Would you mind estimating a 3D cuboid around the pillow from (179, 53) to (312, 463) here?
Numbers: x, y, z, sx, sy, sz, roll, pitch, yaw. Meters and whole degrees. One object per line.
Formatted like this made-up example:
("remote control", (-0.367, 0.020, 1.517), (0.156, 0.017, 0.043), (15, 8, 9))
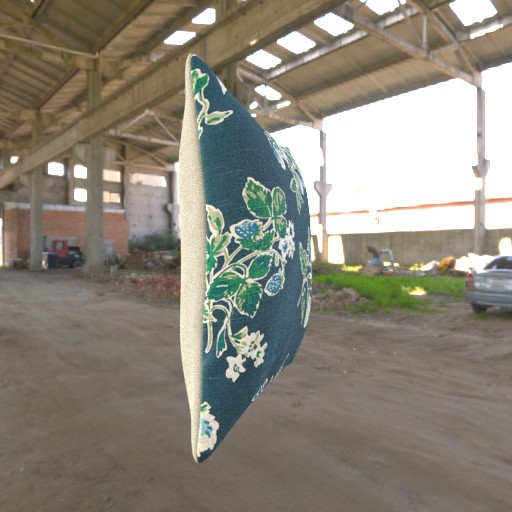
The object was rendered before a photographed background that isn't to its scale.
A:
("pillow", (0.000, 0.000, 0.794), (0.166, 0.508, 0.525), (0, 0, 17))
